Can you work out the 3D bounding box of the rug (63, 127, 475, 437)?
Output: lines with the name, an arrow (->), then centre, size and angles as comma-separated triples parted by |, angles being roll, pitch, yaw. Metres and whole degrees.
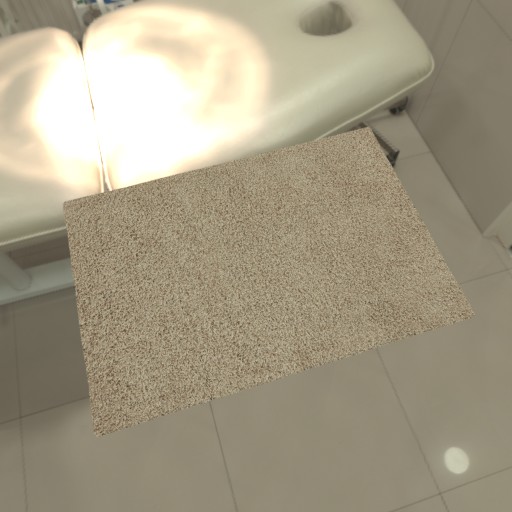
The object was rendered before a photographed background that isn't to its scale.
rug -> 0.000, 0.000, 2.221 | 1.778, 0.030, 1.219 | -16, 64, -8
